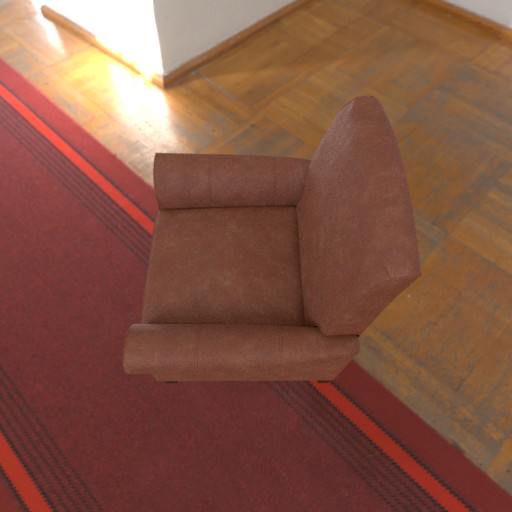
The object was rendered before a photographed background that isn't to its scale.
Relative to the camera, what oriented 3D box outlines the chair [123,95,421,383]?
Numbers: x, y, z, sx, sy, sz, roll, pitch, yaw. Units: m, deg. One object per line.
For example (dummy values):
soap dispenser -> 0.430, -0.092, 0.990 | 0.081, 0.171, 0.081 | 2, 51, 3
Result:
chair -> 0.000, 0.000, 1.767 | 0.902, 1.061, 0.978 | 0, 58, 0
